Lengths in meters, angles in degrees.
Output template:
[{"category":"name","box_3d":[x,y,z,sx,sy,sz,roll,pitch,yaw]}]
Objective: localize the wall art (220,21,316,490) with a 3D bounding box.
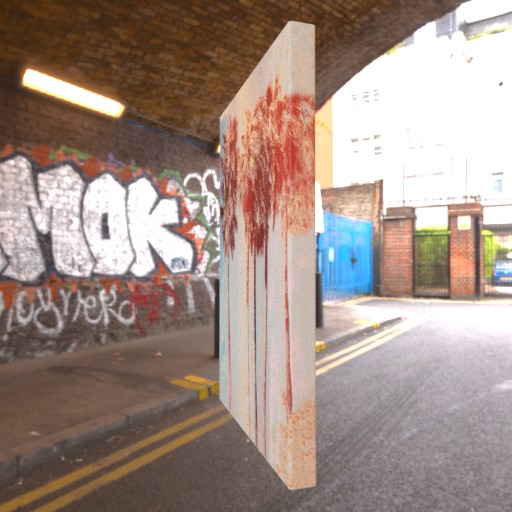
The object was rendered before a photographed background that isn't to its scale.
[{"category":"wall art","box_3d":[0.000,0.000,0.768,0.038,0.610,0.401,0,-1,-18]}]
